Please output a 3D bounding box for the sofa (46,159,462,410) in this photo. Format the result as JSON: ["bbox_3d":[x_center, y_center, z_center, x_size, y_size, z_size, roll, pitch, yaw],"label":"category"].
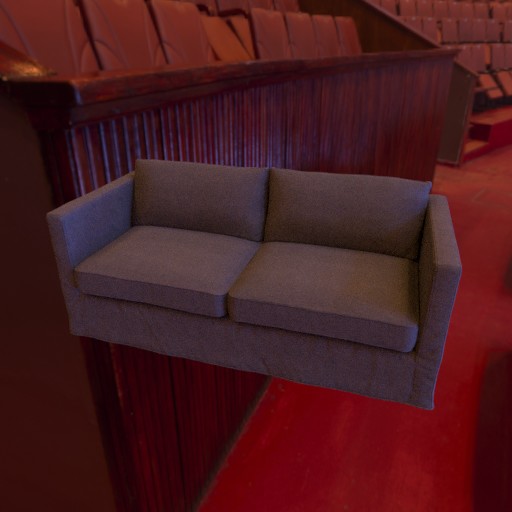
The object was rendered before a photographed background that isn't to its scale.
[{"bbox_3d":[0.000,0.000,2.467,1.982,0.855,0.953,8,27,15],"label":"sofa"}]
